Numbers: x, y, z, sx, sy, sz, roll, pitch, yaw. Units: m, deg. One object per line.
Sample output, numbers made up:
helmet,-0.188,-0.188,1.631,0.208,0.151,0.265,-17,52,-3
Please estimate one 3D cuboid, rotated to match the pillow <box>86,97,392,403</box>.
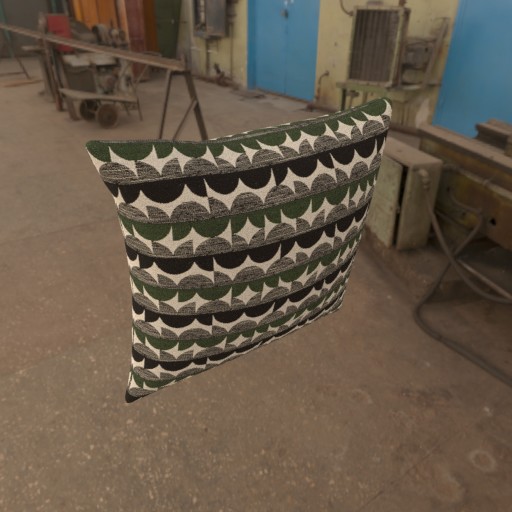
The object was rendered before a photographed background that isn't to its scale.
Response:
pillow,0.000,0.000,0.632,0.419,0.404,0.180,-18,35,-28
